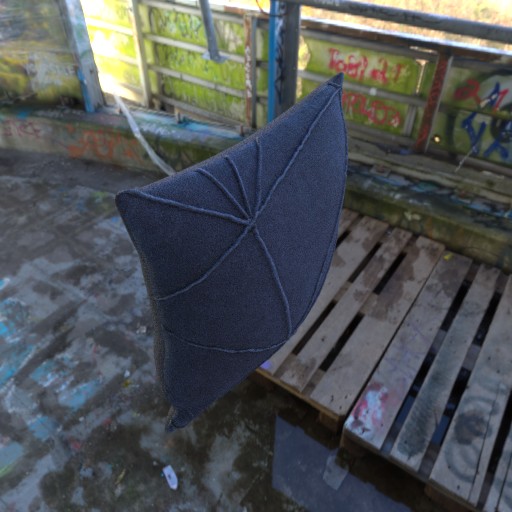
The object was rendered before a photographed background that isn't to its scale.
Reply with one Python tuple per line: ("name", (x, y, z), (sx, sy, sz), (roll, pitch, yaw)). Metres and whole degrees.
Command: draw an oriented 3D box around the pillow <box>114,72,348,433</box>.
("pillow", (0.000, 0.000, 0.672), (0.183, 0.440, 0.439), (27, 48, 27))
